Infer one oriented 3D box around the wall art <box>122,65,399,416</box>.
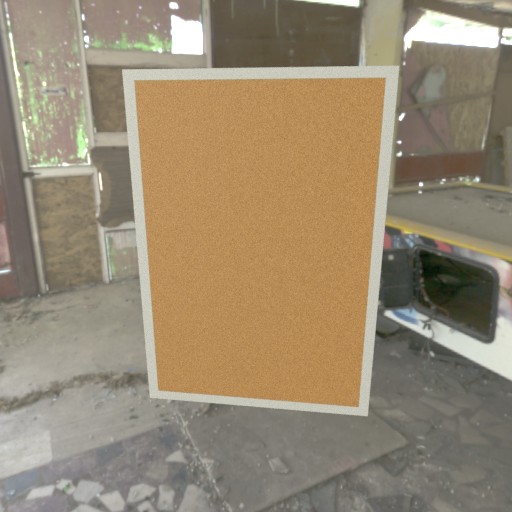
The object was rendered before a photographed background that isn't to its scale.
[{"bbox_3d":[0.000,0.000,0.552,0.303,0.433,0.013,2,18,7],"label":"wall art"}]
